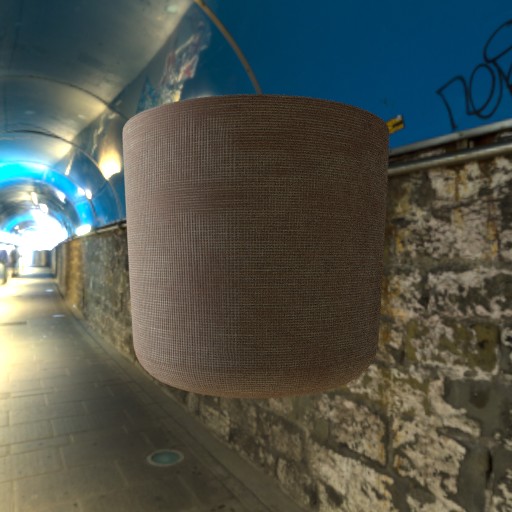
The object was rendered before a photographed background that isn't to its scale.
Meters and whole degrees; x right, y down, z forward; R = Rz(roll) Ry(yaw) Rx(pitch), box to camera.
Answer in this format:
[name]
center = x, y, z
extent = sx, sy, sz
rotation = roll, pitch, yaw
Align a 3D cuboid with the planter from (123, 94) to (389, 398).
[planter]
center = 0.000, 0.000, 0.763
extent = 0.440, 0.398, 0.440
rotation = 0, 0, 0
